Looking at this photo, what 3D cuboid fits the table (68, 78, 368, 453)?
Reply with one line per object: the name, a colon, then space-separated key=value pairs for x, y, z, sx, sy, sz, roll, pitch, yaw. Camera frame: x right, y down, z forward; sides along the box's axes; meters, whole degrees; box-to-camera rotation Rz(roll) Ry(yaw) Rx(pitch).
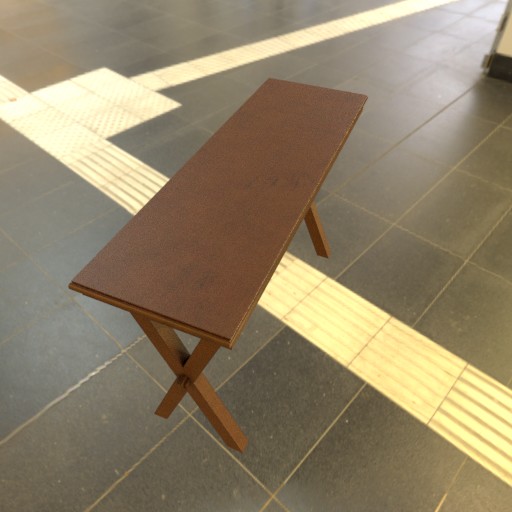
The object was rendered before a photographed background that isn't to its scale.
table: x=0.000 y=0.000 z=1.586 sx=0.399 sy=0.763 sz=1.197 roll=17 pitch=47 yaw=16
